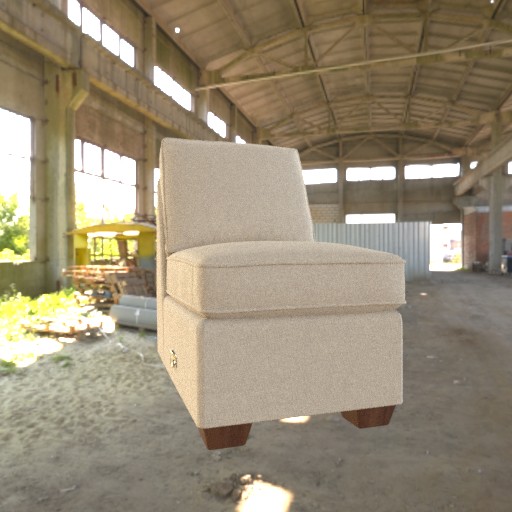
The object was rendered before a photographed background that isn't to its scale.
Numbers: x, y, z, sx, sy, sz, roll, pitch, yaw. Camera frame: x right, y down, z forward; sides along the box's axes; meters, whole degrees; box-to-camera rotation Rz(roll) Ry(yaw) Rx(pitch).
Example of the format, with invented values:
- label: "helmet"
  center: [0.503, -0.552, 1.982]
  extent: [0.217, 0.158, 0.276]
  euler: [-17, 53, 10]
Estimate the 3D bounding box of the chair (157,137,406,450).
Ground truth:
- label: "chair"
  center: [0.000, 0.000, 1.583]
  extent: [0.621, 0.970, 0.938]
  euler: [0, 0, -18]
